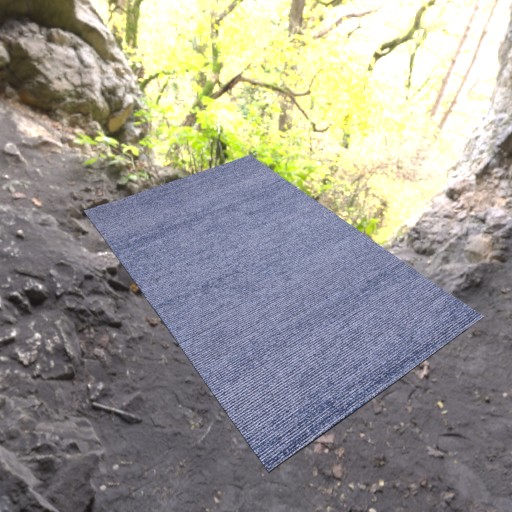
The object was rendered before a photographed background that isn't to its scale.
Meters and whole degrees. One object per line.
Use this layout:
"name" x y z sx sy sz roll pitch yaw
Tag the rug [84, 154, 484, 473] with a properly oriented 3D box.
"rug" 0.000 0.000 2.195 1.145 0.021 1.777 -24 46 -26
